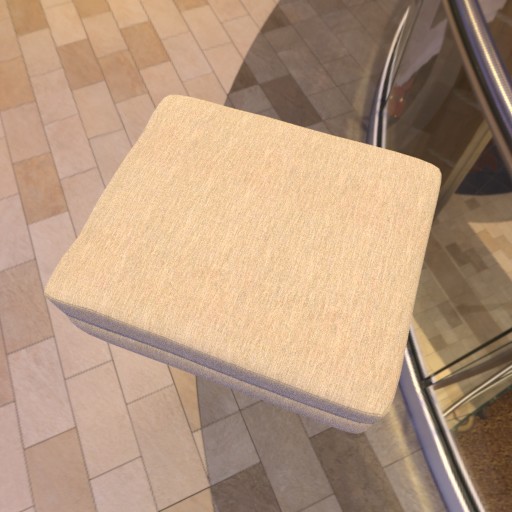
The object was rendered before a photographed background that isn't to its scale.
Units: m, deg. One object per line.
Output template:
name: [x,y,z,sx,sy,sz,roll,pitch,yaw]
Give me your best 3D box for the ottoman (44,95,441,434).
ottoman: [0.000,0.000,1.470,0.976,0.492,0.836,18,64,9]
